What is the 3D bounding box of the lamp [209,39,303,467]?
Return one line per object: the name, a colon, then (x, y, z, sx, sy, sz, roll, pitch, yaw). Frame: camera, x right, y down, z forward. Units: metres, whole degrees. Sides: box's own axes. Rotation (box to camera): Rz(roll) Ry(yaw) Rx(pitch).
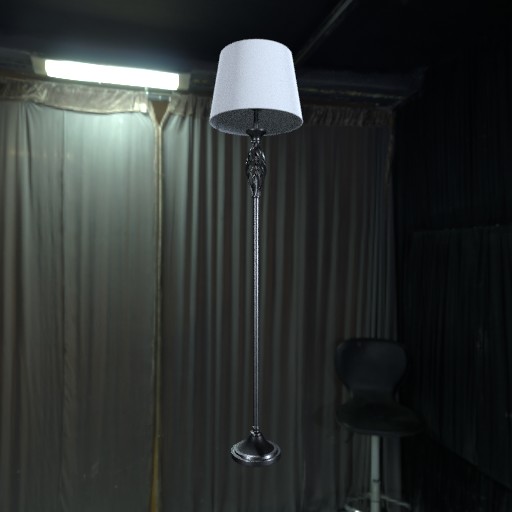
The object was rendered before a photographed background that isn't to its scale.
lamp: (0.000, 0.000, 1.803, 0.379, 1.623, 0.379, 0, 0, 0)
